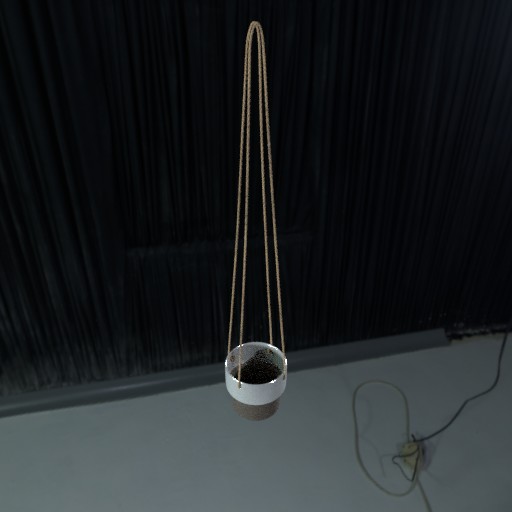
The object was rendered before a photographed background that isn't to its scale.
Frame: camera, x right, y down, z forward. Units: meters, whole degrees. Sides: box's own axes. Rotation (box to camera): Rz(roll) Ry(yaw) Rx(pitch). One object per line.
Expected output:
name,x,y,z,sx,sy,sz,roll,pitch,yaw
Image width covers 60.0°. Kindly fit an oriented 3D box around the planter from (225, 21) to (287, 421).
planter,0.000,0.000,1.147,0.187,1.073,0.187,-8,31,-13
